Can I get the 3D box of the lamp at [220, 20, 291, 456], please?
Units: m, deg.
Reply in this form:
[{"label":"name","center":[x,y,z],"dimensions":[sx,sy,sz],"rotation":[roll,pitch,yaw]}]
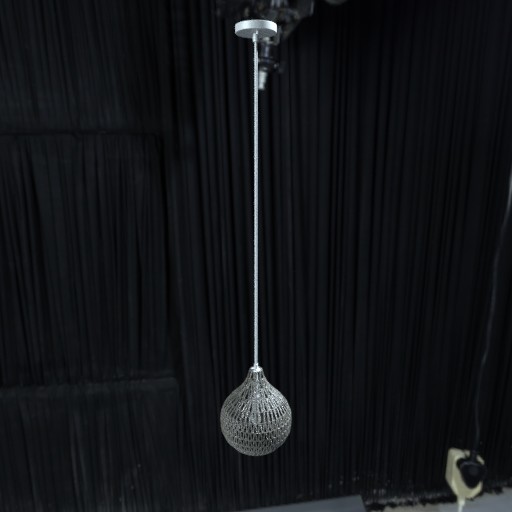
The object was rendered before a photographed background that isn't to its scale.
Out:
[{"label":"lamp","center":[0.000,0.000,2.022],"dimensions":[0.355,1.919,0.355],"rotation":[-2,14,-8]}]
